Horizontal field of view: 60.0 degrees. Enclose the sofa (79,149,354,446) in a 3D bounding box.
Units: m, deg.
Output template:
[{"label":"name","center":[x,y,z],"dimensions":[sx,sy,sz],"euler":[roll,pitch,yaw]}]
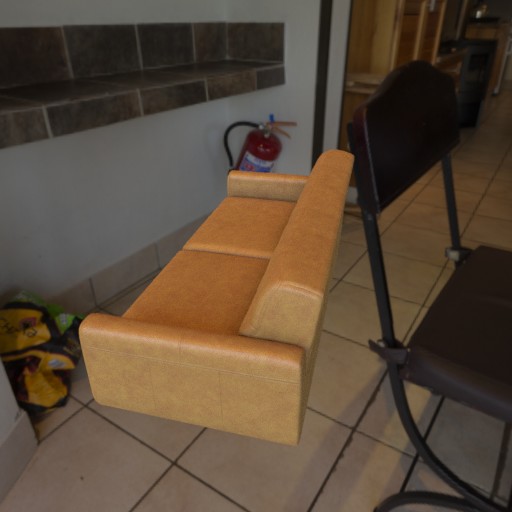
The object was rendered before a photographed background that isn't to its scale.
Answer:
[{"label":"sofa","center":[0.000,0.000,2.663],"dimensions":[0.980,0.892,2.137],"euler":[7,29,13]}]
